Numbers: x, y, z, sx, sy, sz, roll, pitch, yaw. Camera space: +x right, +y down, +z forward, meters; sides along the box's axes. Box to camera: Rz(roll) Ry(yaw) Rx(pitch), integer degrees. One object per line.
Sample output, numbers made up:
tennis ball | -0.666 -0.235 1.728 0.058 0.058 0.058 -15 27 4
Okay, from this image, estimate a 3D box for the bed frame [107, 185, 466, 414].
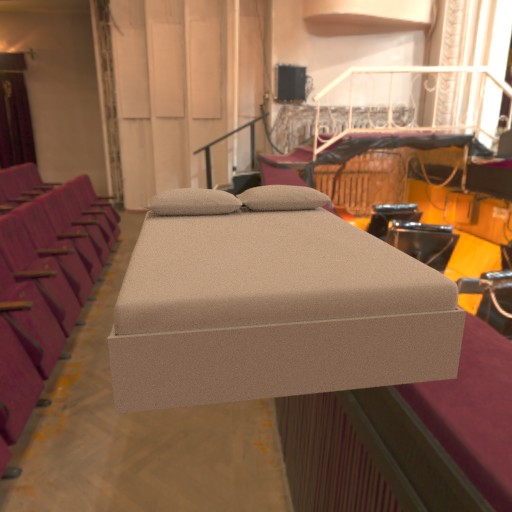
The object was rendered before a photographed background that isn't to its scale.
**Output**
bed frame | 0.000 0.000 2.657 1.450 0.629 1.950 -3 17 -10
